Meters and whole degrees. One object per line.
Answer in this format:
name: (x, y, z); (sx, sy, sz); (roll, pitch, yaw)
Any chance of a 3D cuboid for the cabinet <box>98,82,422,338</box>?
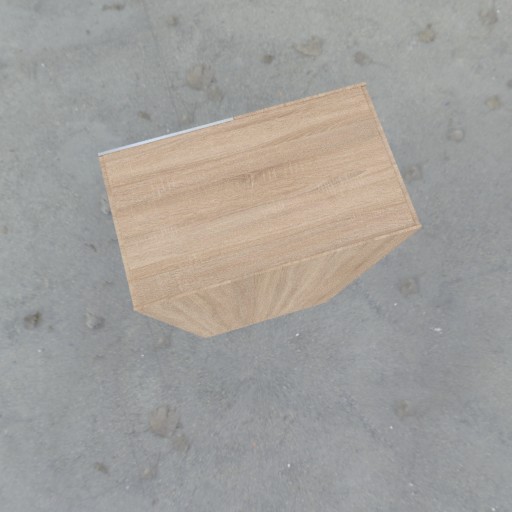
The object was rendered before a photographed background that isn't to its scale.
cabinet: (0.000, 0.000, 2.562); (1.001, 2.121, 0.590); (-16, 78, -4)
